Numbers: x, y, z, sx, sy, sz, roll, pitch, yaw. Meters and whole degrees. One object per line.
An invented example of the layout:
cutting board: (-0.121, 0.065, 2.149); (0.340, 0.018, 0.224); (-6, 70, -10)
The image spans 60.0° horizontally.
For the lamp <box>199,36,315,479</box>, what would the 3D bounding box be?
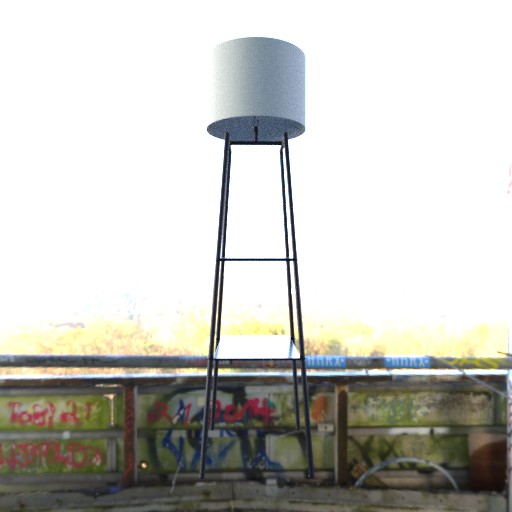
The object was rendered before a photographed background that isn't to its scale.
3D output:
lamp: (0.000, 0.000, 1.675); (0.384, 1.474, 0.427); (0, 0, -1)
